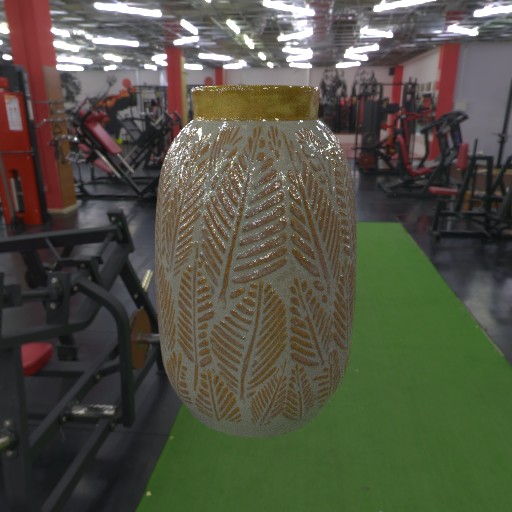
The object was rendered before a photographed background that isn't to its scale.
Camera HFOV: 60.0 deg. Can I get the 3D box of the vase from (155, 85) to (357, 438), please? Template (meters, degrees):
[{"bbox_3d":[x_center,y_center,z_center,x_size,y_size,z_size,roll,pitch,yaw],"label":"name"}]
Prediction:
[{"bbox_3d":[0.000,0.000,0.380,0.172,0.270,0.172,0,18,0],"label":"vase"}]
